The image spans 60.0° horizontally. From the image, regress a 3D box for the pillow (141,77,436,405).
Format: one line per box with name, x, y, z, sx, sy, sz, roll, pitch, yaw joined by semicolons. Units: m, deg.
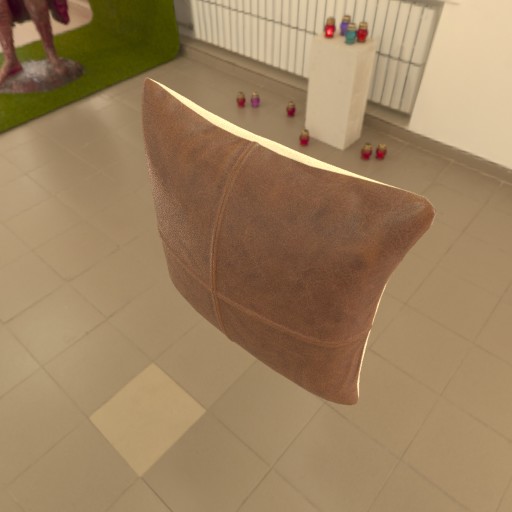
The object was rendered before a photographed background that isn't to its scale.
pillow;0.000;0.000;0.728;0.484;0.470;0.192;32;54;27
